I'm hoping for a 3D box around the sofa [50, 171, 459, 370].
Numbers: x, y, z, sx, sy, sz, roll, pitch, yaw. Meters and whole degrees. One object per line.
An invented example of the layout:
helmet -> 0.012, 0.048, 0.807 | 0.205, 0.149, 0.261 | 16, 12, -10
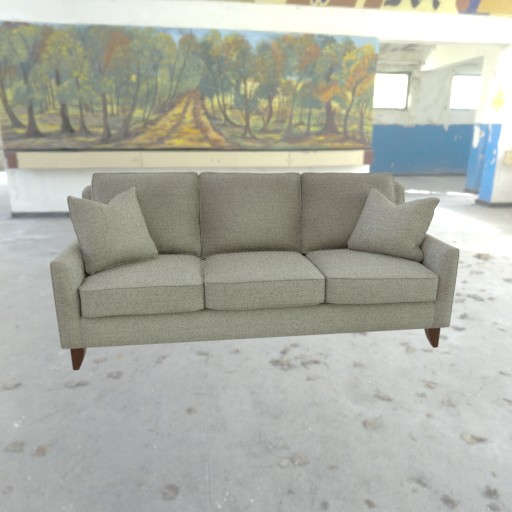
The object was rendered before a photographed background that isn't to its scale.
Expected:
sofa -> 0.000, 0.000, 2.540 | 2.031, 0.914, 0.865 | -2, 17, -7
